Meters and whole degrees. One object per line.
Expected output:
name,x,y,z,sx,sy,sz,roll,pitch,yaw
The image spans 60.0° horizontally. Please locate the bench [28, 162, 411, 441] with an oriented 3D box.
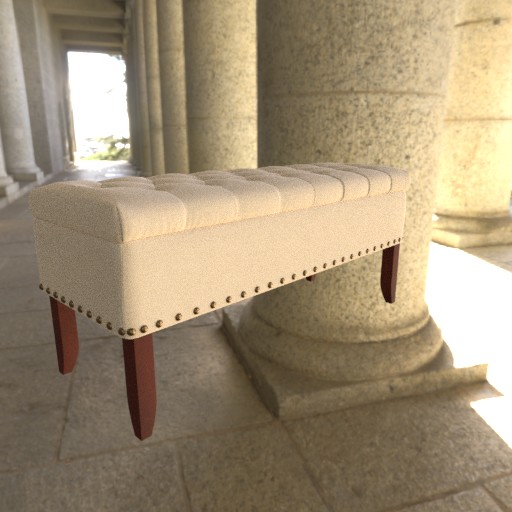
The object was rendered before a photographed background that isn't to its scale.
bench,0.000,0.000,1.249,0.400,0.470,1.054,14,21,42
